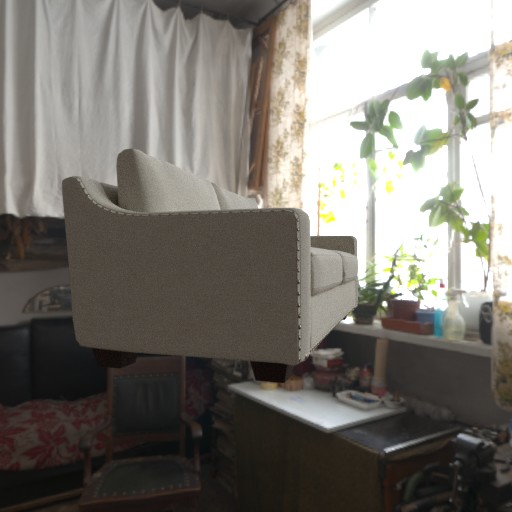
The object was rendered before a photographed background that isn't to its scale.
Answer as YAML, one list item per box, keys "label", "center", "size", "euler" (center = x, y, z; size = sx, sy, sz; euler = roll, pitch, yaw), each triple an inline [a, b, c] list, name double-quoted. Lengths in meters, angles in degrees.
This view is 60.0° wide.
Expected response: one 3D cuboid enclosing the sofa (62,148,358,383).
- label: "sofa"
  center: [0.000, 0.000, 2.757]
  size: [1.104, 0.983, 2.107]
  euler: [0, -1, 18]
